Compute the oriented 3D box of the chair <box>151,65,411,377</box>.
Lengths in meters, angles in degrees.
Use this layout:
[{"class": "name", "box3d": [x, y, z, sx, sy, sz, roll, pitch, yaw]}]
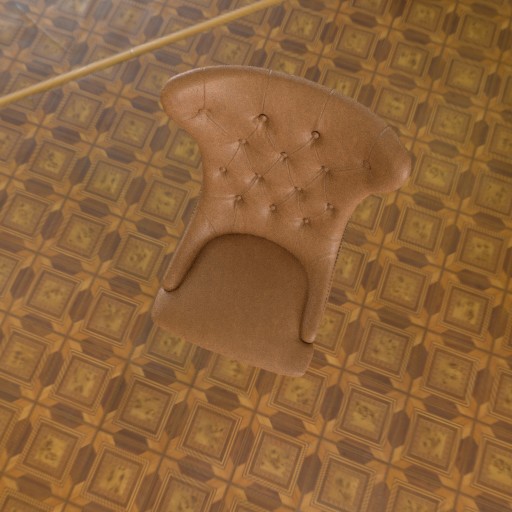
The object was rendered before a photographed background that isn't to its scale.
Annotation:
[{"class": "chair", "box3d": [0.000, 0.000, 1.461, 0.611, 1.065, 0.669, 20, 76, 5]}]
